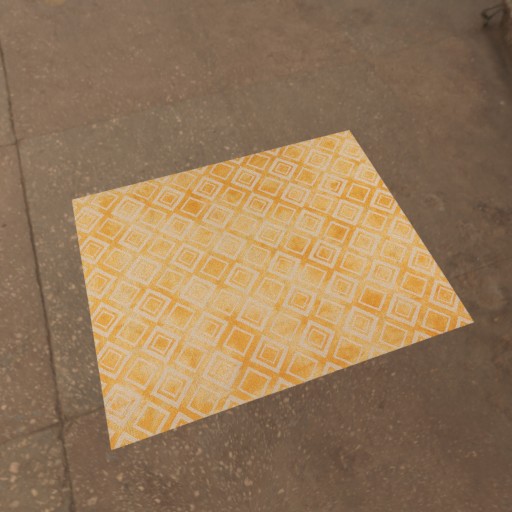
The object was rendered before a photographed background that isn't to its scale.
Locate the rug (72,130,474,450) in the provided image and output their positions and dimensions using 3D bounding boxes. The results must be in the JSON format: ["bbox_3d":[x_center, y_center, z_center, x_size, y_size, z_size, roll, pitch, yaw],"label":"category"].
[{"bbox_3d":[0.000,0.000,4.055,3.037,0.011,2.433,-16,60,-10],"label":"rug"}]
